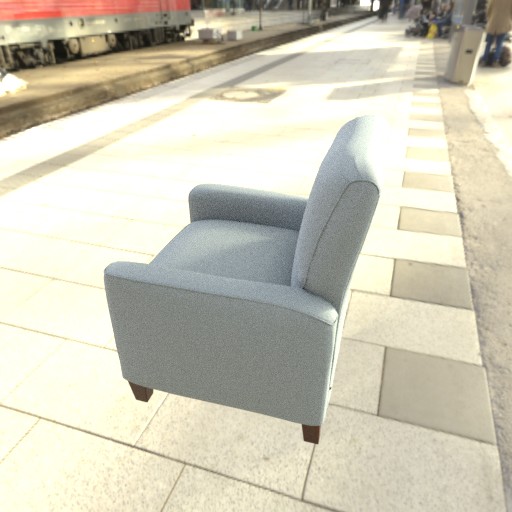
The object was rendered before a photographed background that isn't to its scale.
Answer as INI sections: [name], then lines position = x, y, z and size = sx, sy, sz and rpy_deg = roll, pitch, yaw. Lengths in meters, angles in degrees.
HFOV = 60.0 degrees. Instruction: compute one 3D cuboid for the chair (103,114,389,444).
[chair]
position = 0.000, 0.000, 1.700
size = 0.846, 1.007, 0.853
rpy_deg = 8, 31, 14
